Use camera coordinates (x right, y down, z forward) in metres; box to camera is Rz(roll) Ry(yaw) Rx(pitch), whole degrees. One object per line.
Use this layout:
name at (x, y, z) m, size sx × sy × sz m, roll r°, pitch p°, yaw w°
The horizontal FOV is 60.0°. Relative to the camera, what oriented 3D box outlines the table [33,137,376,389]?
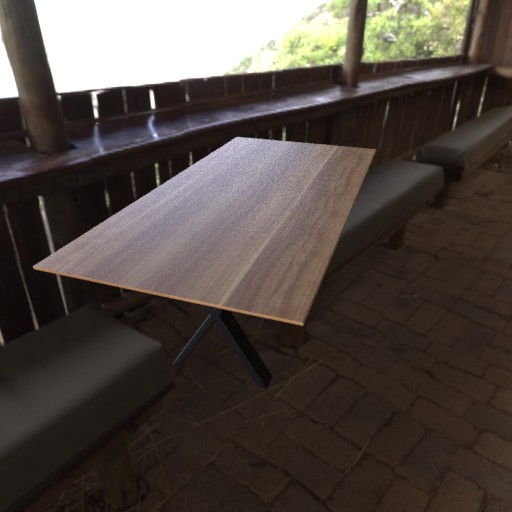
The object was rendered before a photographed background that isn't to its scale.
table at (0.000, 0.000, 2.462) m, size 1.000 × 0.770 × 2.000 m, roll 10°, pitch 30°, yaw 17°
